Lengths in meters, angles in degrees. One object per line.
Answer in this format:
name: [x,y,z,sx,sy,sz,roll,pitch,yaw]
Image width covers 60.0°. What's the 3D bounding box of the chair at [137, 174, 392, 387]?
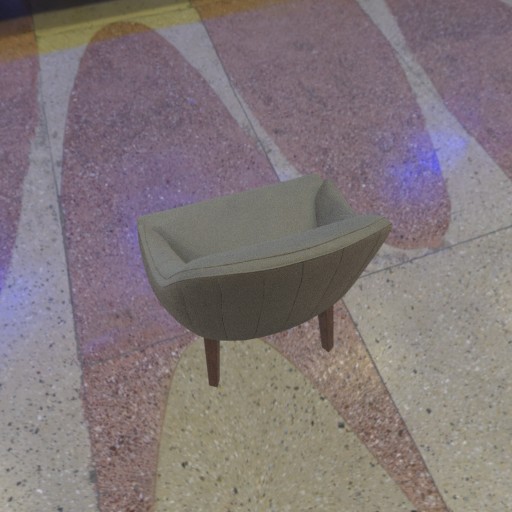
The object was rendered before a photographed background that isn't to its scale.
chair: [0.000,0.000,1.282,0.643,0.889,0.575,-15,61,-9]
